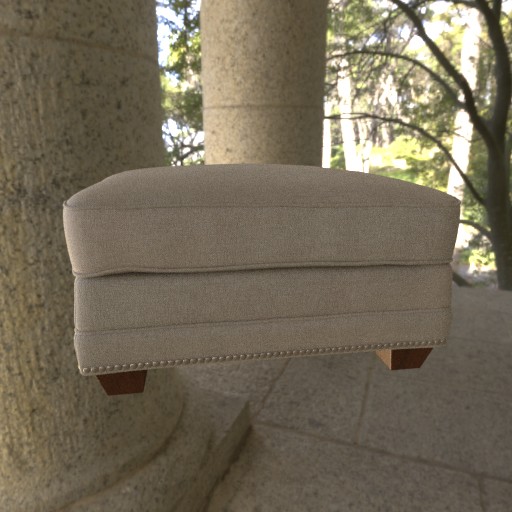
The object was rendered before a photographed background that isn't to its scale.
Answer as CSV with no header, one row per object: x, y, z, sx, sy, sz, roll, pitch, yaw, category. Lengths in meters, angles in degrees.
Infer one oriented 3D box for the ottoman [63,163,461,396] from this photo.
0.000,0.000,1.138,0.813,0.458,0.559,-2,15,-9,ottoman
